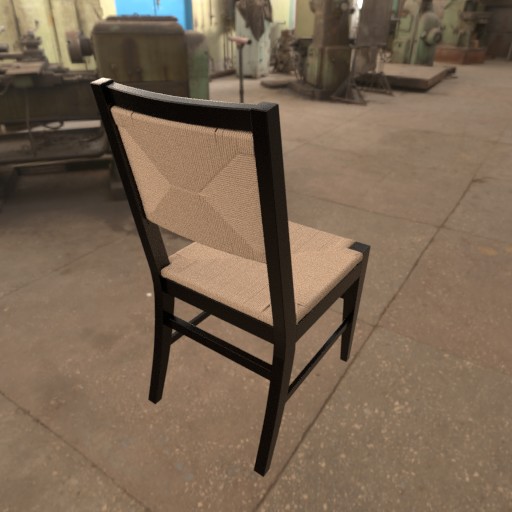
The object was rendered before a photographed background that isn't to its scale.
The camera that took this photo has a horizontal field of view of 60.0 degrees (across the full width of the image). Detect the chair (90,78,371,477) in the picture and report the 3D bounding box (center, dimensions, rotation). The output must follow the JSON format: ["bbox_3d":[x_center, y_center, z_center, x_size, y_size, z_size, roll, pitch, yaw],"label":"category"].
[{"bbox_3d":[0.000,0.000,1.202,0.437,0.927,0.552,20,36,30],"label":"chair"}]
